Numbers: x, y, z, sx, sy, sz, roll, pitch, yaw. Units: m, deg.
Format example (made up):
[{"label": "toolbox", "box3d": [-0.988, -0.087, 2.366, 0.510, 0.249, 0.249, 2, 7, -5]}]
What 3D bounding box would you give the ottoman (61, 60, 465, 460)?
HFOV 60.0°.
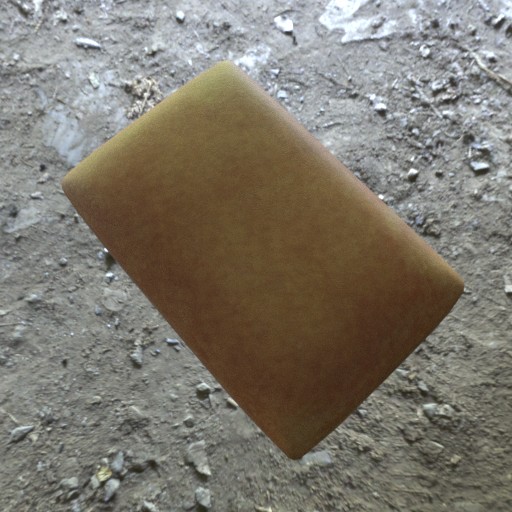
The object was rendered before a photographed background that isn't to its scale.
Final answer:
[{"label": "ottoman", "box3d": [0.000, 0.000, 1.189, 0.565, 0.507, 0.852, -41, 78, -11]}]
